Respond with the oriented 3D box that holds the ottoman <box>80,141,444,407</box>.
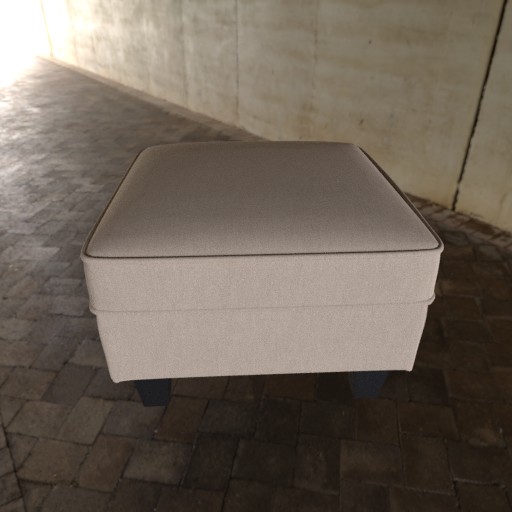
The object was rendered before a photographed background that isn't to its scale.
[{"bbox_3d":[0.000,0.000,1.049,0.613,0.438,0.616,-1,30,-2],"label":"ottoman"}]
